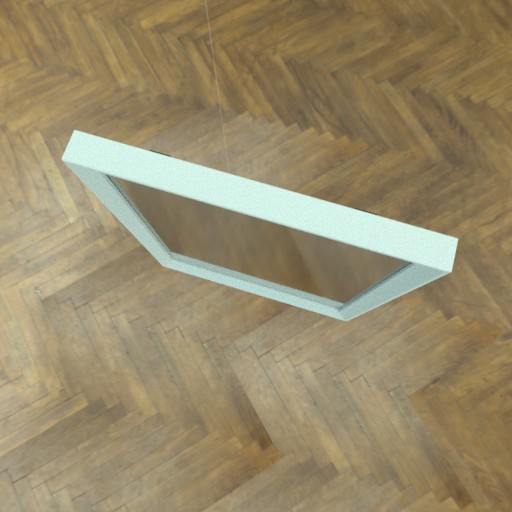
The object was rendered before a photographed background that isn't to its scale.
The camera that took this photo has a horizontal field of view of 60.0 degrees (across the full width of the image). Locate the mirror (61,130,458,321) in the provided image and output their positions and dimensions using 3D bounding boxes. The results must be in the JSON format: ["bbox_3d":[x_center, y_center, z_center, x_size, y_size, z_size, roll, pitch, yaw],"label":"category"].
[{"bbox_3d":[0.000,0.000,0.692,0.406,0.509,0.041,16,77,4],"label":"mirror"}]
